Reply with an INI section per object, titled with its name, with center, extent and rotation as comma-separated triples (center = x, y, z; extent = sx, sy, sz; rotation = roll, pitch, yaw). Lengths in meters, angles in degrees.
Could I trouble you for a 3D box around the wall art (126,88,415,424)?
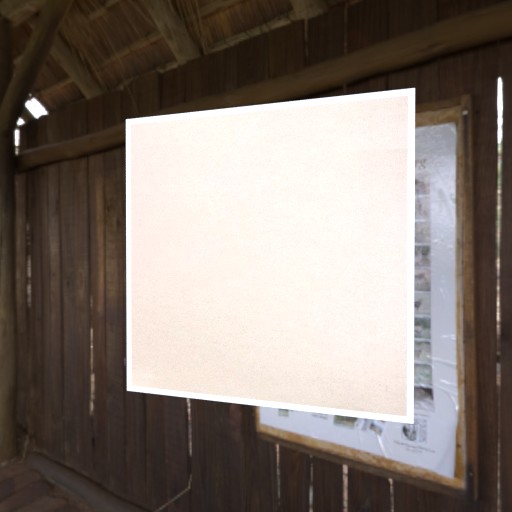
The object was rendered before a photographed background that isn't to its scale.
[wall art]
center = 0.000, 0.000, 0.829
extent = 0.557, 0.557, 0.012
rotation = 0, 1, 18
